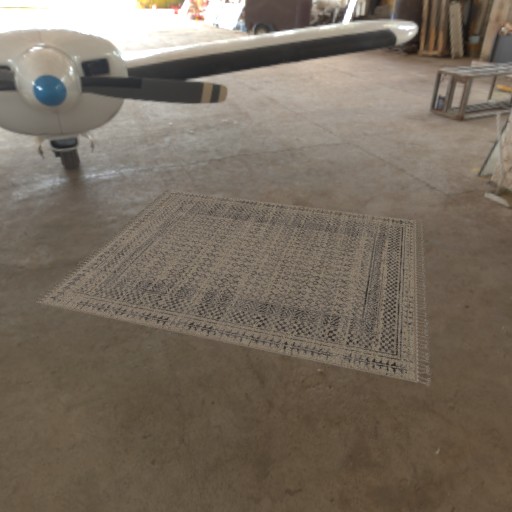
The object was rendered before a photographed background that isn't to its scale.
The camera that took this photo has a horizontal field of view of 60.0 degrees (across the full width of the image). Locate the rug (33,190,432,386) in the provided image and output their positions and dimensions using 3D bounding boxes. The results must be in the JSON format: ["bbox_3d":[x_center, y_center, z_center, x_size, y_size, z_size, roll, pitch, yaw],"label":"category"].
[{"bbox_3d":[0.000,0.000,3.994,2.940,0.013,2.312,9,32,14],"label":"rug"}]
